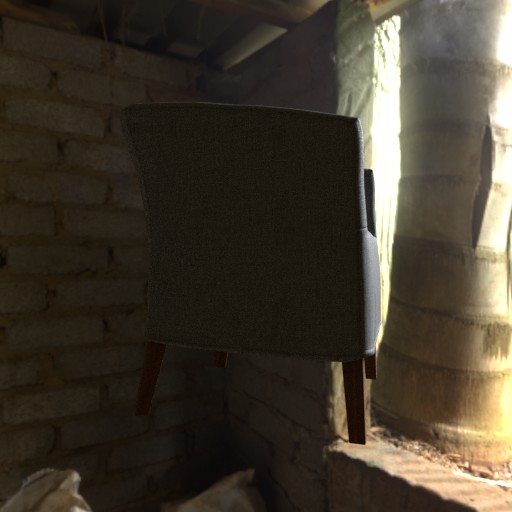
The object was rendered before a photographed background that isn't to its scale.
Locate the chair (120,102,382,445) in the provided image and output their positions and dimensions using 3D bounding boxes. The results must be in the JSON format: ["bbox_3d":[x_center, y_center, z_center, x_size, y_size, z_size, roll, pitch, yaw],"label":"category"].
[{"bbox_3d":[0.000,0.000,1.254,0.668,0.771,0.600,0,-1,18],"label":"chair"}]
